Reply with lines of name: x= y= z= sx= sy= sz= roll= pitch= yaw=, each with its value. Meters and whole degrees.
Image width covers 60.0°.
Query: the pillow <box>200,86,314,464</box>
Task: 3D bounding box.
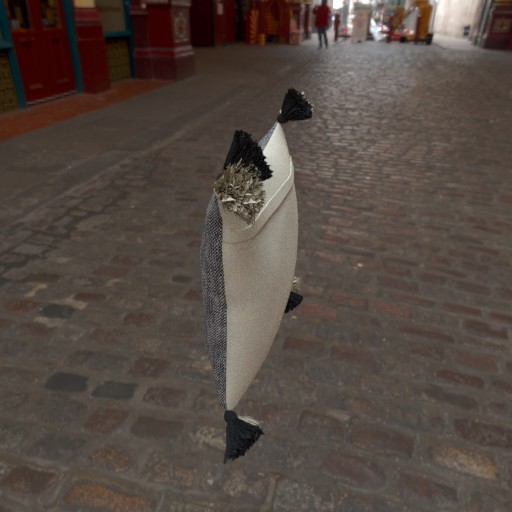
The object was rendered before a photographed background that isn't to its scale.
pillow: x=0.000 y=0.000 z=0.986 sx=0.170 sy=0.659 sz=0.654 roll=7 pitch=30 yaw=12
